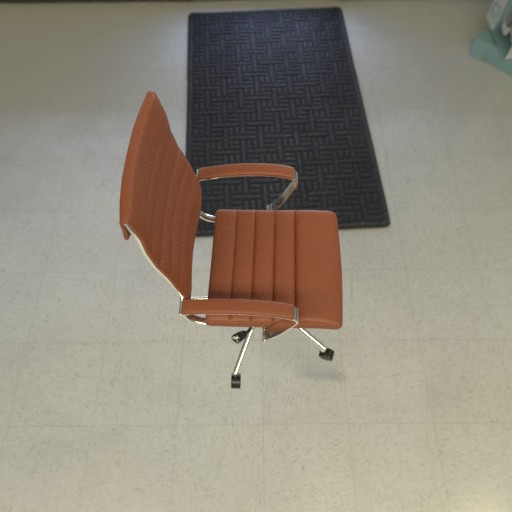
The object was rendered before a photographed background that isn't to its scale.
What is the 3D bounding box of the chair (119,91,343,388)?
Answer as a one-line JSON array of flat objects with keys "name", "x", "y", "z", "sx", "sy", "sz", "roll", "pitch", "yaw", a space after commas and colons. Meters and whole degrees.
[{"name": "chair", "x": 0.000, "y": 0.000, "z": 1.657, "sx": 0.739, "sy": 1.149, "sz": 0.766, "roll": 2, "pitch": 63, "yaw": 1}]
